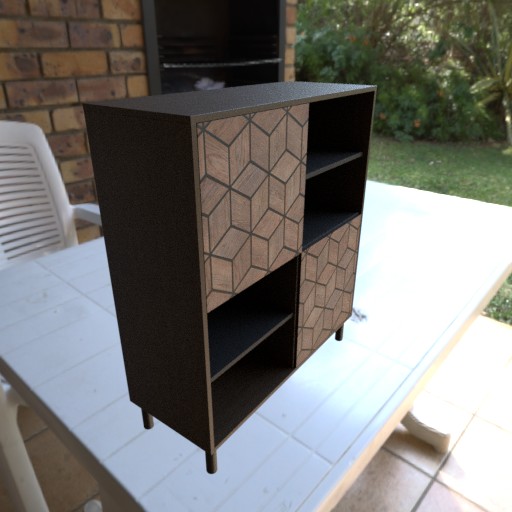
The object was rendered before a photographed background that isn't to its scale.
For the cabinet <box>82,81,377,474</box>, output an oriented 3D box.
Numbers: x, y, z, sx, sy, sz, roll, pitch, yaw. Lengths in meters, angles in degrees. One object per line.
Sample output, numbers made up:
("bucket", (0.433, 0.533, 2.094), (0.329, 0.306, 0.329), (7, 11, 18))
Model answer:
("cabinet", (0.000, 0.000, 1.687), (0.400, 1.170, 1.010), (18, 31, 33))
